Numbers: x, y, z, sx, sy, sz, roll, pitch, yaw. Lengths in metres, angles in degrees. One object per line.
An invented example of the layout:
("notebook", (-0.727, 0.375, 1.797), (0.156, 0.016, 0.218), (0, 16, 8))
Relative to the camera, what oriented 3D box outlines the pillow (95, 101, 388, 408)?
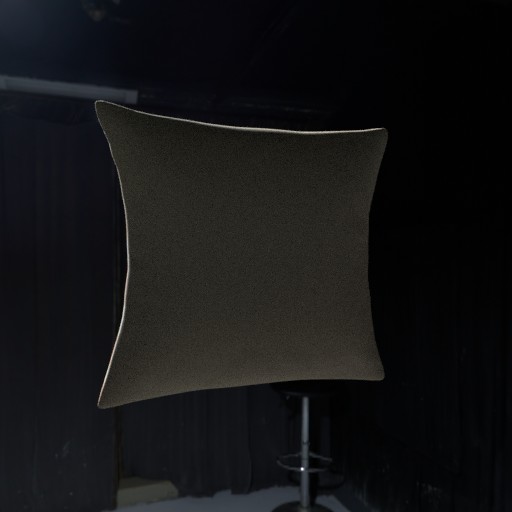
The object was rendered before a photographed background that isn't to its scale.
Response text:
("pillow", (0.000, 0.000, 0.813), (0.552, 0.508, 0.166), (0, 1, -18))
